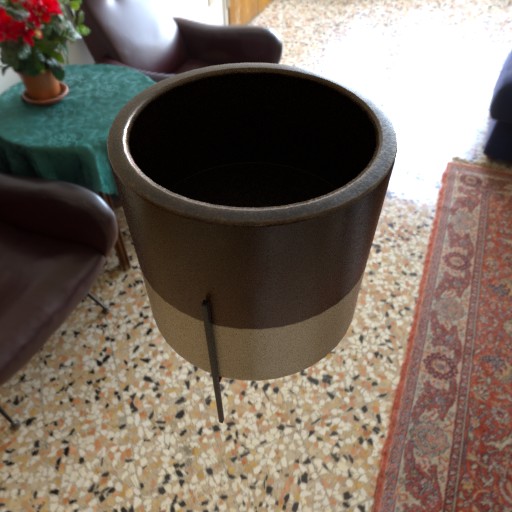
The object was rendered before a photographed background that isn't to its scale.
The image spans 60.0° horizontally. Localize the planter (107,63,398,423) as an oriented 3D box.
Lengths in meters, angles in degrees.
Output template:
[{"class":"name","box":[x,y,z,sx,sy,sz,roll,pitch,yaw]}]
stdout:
[{"class":"planter","box":[0.000,0.000,0.701,0.354,0.465,0.345,-9,48,-8]}]
